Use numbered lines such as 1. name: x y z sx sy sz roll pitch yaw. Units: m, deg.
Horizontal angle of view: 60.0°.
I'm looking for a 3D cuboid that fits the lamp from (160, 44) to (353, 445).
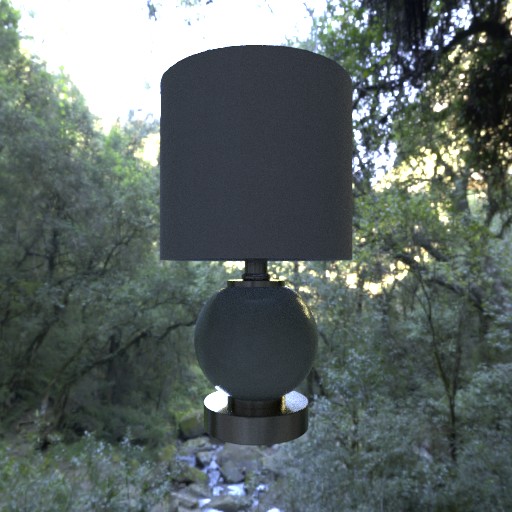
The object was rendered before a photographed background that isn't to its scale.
1. lamp: 0.000 0.000 0.468 0.201 0.353 0.201 0 -2 18
